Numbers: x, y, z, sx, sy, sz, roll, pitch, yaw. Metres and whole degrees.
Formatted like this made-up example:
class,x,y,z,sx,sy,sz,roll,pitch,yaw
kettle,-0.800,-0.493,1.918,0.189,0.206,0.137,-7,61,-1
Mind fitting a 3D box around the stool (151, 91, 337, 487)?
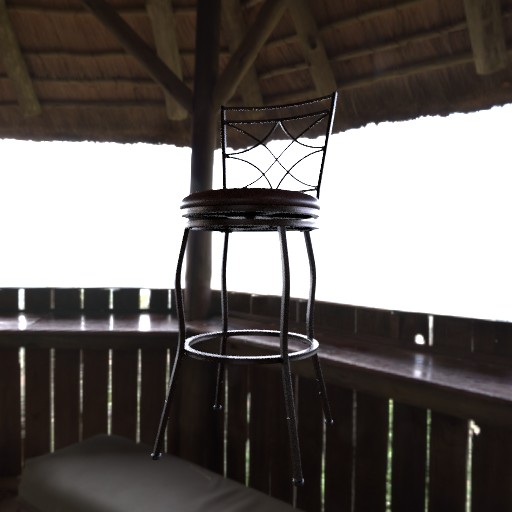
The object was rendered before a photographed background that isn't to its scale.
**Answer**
class,x,y,z,sx,sy,sz,roll,pitch,yaw
stool,0.000,0.000,1.392,0.434,1.117,0.534,0,1,20
